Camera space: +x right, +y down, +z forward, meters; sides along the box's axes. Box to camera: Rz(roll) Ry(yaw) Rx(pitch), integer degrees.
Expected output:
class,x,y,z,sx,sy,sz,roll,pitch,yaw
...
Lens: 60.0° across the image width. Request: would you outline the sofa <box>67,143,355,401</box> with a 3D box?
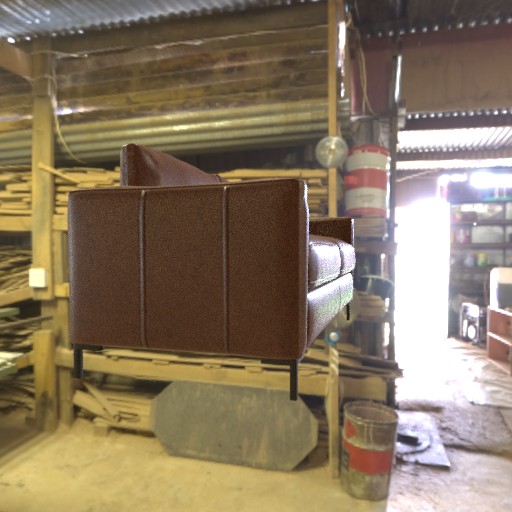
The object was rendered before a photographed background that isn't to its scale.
class,x,y,z,sx,sy,sz,roll,pitch,yaw
sofa,0.000,0.000,2.293,0.899,0.883,1.797,0,1,17
